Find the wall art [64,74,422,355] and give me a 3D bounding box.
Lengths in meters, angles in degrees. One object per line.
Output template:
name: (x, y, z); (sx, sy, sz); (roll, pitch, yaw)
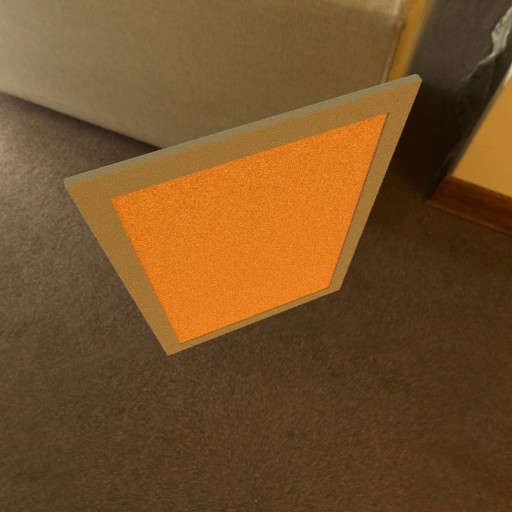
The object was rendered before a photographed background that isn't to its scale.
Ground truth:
wall art: (0.000, 0.000, 0.666); (0.374, 0.529, 0.012); (-20, 63, -11)
